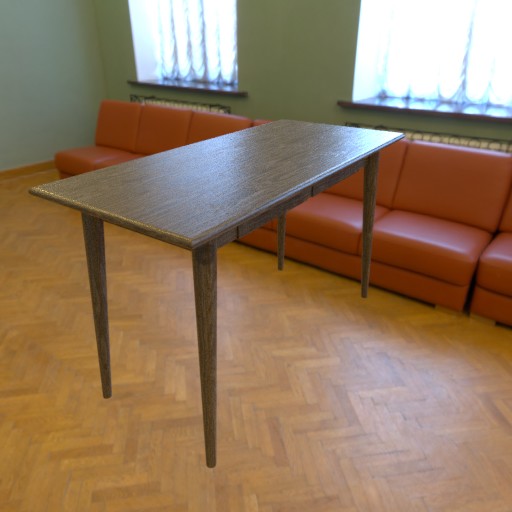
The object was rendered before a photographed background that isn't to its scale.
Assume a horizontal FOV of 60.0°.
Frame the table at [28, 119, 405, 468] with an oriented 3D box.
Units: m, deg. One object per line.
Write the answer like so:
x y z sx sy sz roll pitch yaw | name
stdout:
0.000 0.000 1.698 0.599 0.780 1.300 18 32 31 | table
